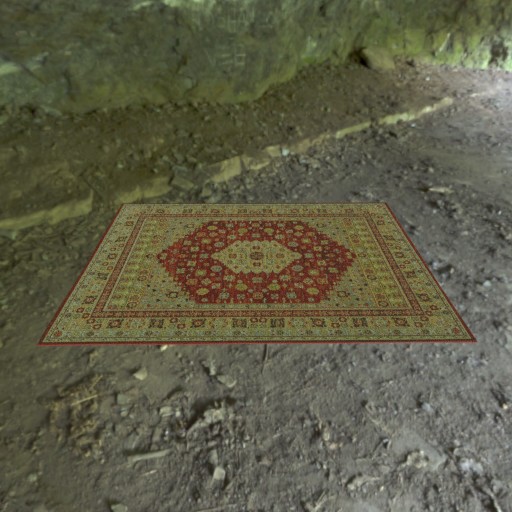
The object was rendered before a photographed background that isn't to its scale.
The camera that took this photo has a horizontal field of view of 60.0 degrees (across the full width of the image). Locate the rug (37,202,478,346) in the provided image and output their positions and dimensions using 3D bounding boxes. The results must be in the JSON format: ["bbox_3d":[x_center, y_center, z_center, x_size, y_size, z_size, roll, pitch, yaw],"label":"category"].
[{"bbox_3d":[0.000,0.000,4.084,3.053,0.013,2.387,0,31,-1],"label":"rug"}]
